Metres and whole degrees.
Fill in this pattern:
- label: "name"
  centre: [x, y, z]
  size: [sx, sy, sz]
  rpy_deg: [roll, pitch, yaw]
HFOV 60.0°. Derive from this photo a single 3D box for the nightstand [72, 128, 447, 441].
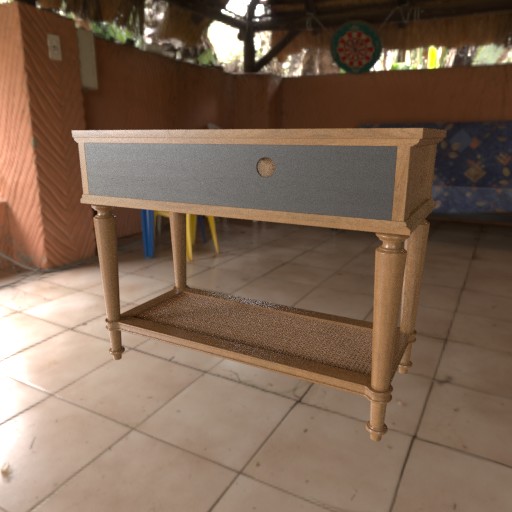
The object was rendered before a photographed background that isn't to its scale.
- label: "nightstand"
  centre: [0.000, 0.000, 1.282]
  size: [0.914, 0.700, 0.432]
  rpy_deg: [8, 17, 27]
